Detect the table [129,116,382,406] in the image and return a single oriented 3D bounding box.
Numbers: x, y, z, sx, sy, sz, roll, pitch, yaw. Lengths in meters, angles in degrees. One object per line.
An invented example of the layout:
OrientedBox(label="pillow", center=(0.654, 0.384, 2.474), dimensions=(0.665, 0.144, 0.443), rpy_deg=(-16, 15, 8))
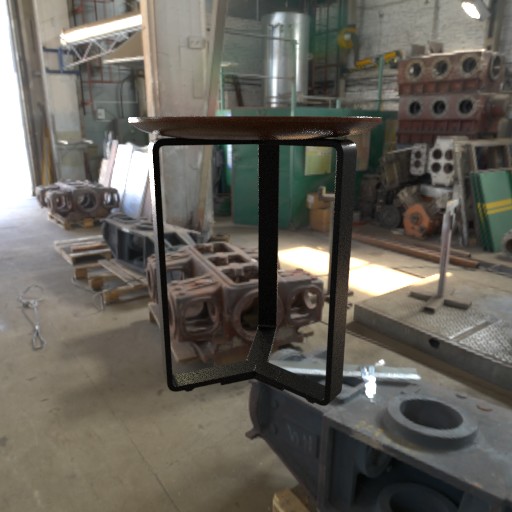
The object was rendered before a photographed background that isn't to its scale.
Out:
OrientedBox(label="table", center=(0.000, 0.000, 0.758), dimensions=(0.380, 0.450, 0.410), rpy_deg=(3, 17, 9))
